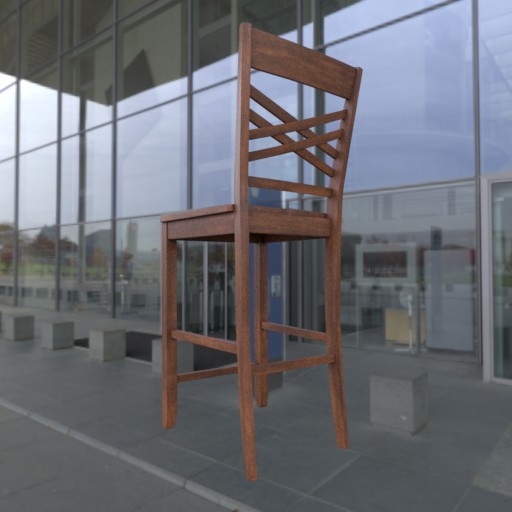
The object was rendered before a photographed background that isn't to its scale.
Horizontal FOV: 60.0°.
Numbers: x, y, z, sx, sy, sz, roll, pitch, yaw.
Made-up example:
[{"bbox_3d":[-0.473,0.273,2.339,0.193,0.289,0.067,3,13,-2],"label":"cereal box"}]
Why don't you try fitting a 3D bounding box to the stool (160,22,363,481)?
[{"bbox_3d":[0.000,0.000,1.350,0.426,1.098,0.504,1,-2,-36],"label":"stool"}]
